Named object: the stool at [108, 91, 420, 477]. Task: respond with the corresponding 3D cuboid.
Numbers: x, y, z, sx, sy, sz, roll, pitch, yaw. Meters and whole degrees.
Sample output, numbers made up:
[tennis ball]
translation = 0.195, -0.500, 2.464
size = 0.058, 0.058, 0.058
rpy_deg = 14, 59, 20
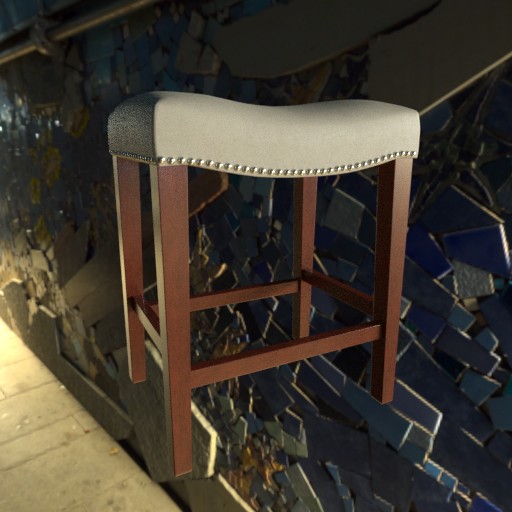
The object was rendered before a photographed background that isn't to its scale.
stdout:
[stool]
translation = 0.000, 0.000, 0.937
size = 0.509, 0.632, 0.375
rpy_deg = -8, 17, -26
